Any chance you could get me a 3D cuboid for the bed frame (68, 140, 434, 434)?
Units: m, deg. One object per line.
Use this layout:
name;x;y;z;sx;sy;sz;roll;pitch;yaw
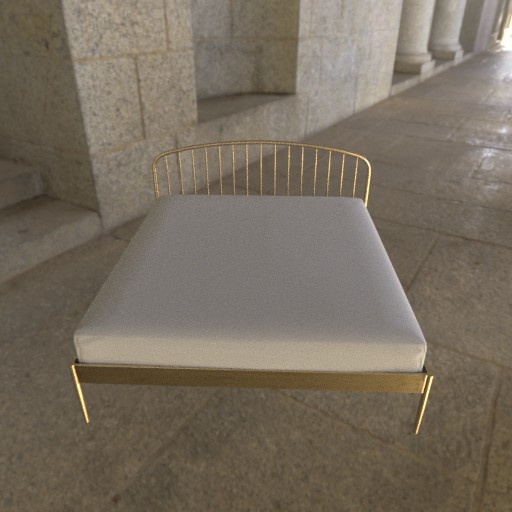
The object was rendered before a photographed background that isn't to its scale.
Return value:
bed frame;0.000;0.000;3.308;2.016;1.174;2.152;1;29;2
